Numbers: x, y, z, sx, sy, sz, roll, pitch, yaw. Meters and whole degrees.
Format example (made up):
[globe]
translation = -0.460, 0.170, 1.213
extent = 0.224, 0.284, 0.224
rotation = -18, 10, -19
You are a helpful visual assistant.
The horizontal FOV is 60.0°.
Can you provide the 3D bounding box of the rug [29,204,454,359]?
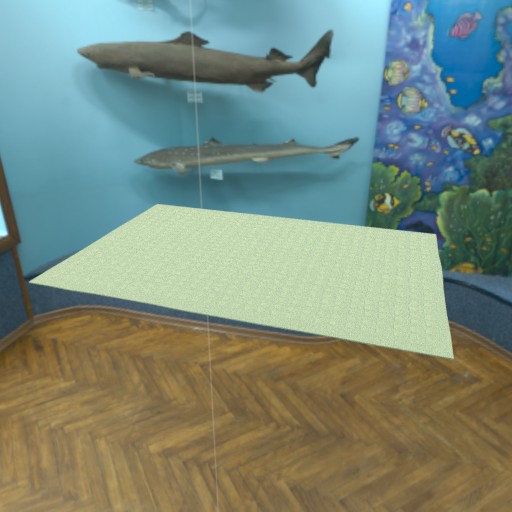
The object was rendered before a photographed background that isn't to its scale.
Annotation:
[rug]
translation = 0.000, 0.000, 2.210
extent = 1.747, 0.006, 1.143
rotation = 8, 26, 16
